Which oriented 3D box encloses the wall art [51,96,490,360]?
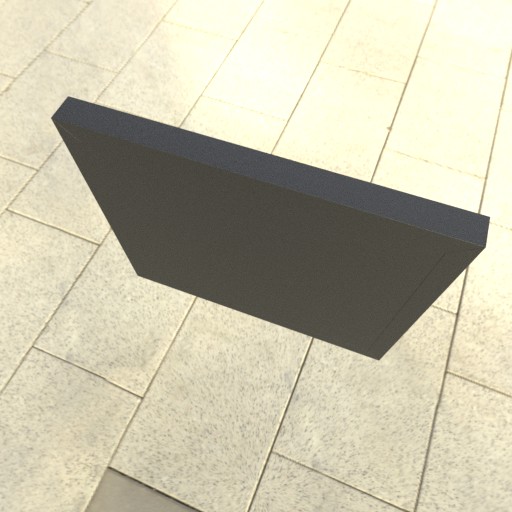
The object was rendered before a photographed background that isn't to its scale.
[{"bbox_3d":[0.000,0.000,0.518,0.381,0.330,0.029,18,64,9],"label":"wall art"}]
